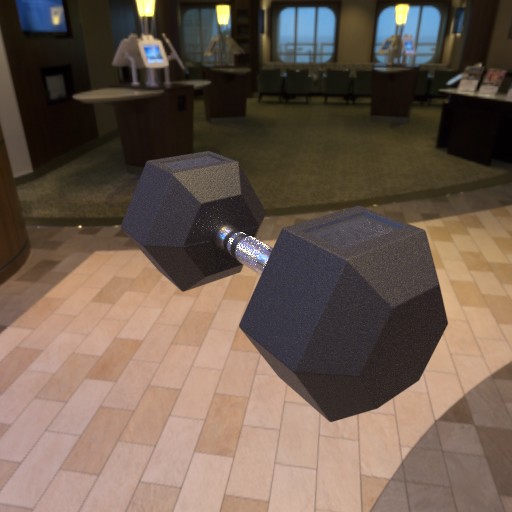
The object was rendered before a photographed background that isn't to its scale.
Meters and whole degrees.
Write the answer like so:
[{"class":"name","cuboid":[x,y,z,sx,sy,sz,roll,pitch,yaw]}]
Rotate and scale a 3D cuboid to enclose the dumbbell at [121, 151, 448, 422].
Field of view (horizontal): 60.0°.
[{"class":"dumbbell","cuboid":[0.000,0.000,0.470,0.173,0.150,0.384,-18,32,-32]}]
